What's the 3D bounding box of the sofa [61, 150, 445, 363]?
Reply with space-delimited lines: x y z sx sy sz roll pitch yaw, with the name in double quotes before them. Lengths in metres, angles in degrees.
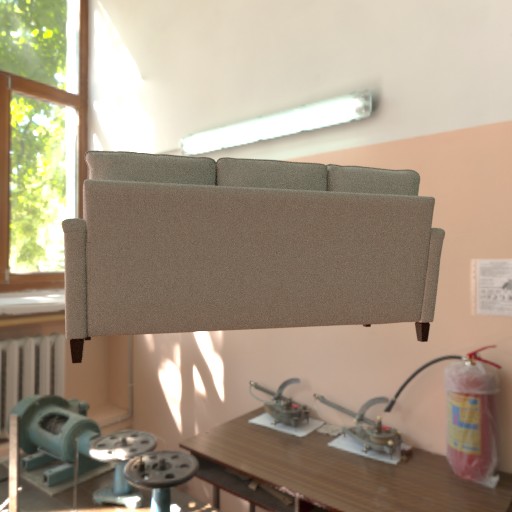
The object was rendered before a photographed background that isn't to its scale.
"sofa" 0.000 0.000 2.479 1.925 0.961 0.828 0 -1 -17
